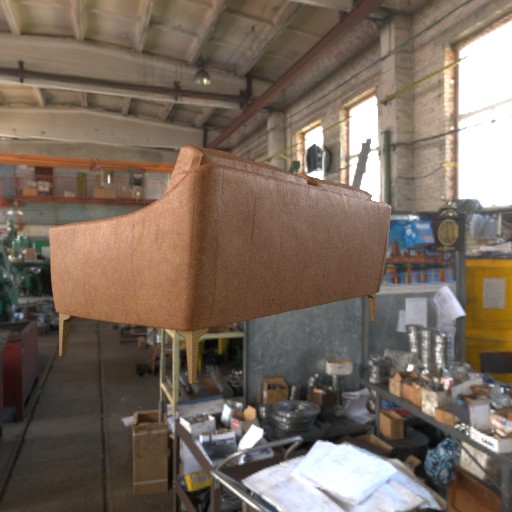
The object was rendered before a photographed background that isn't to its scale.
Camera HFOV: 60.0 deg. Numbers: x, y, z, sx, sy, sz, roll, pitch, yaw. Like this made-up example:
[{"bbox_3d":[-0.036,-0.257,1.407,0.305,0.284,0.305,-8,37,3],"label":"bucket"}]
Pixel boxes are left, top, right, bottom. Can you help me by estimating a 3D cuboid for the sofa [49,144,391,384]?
[{"bbox_3d":[0.000,0.000,2.622,0.981,0.945,2.036,1,1,37],"label":"sofa"}]
